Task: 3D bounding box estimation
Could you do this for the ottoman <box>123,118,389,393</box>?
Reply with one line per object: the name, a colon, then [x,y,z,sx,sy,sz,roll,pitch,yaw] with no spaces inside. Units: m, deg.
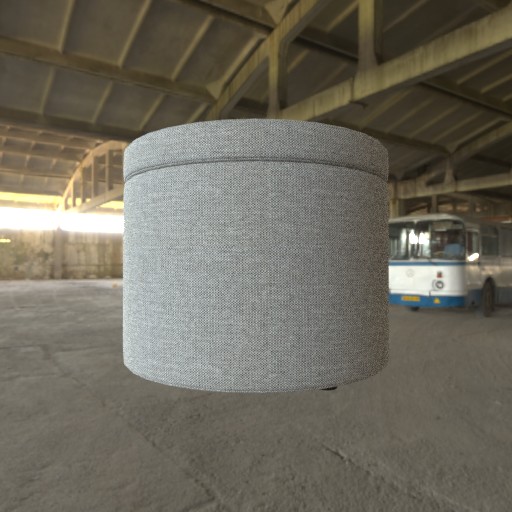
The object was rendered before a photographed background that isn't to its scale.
ottoman: [0.000,0.000,0.868,0.500,0.419,0.500,0,-1,0]
